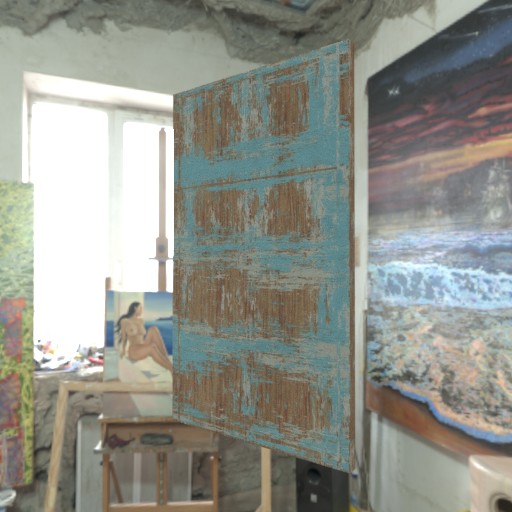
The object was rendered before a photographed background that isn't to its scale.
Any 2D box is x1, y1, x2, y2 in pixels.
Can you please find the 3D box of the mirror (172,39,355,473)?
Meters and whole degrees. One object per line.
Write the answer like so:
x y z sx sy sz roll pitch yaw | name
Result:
0.000 0.000 1.479 0.707 1.213 0.083 -1 -1 36 | mirror
